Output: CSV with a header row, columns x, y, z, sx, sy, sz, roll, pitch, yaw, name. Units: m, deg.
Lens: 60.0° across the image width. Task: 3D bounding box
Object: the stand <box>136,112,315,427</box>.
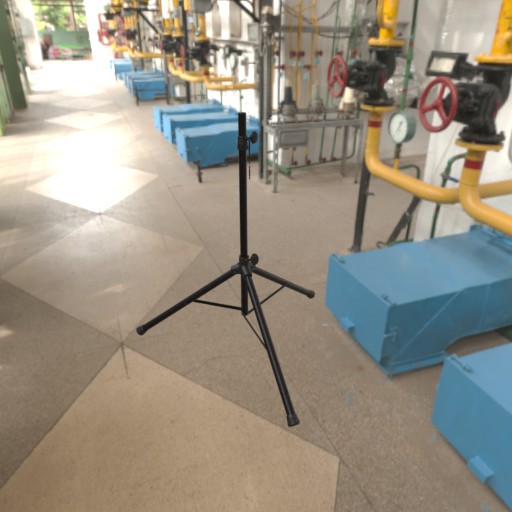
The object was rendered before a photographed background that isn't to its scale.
x,y,z,sx,sy,sz,roll,pitch,yaw,name
0.000,0.000,1.896,1.045,1.136,0.907,-9,28,-17,stand
